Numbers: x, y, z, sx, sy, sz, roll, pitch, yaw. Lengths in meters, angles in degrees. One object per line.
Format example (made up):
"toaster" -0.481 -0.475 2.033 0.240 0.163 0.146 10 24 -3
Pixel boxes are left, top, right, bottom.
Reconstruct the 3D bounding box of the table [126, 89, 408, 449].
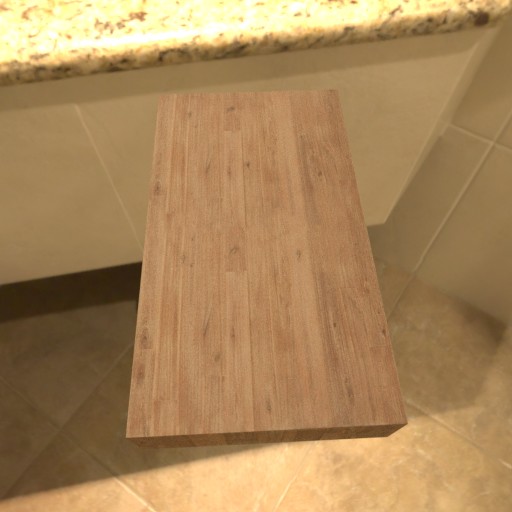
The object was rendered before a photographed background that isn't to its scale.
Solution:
"table" 0.000 0.000 2.059 0.918 0.531 1.619 -2 59 -1
